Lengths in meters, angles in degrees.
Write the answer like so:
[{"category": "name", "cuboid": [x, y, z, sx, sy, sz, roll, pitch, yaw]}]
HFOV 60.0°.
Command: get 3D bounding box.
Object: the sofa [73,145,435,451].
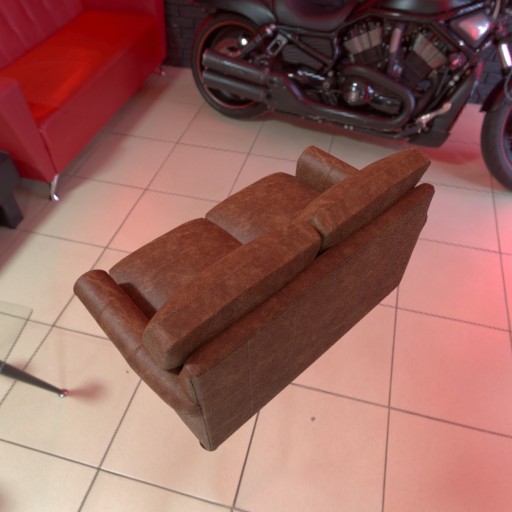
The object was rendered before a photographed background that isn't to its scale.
[{"category": "sofa", "cuboid": [0.000, 0.000, 2.239, 1.616, 0.967, 0.990, -34, 56, -27]}]
